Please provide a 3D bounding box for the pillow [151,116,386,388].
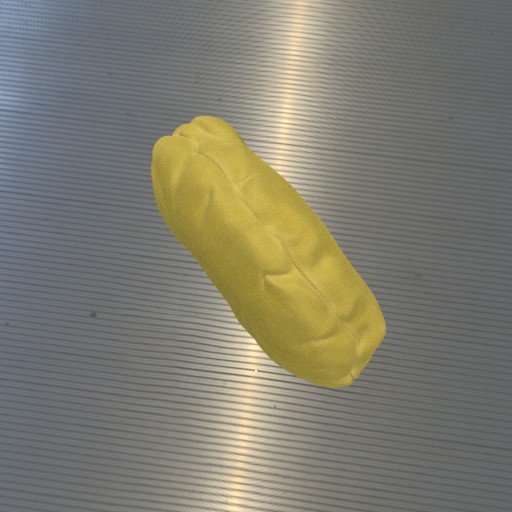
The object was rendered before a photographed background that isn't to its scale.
[{"bbox_3d":[0.000,0.000,0.635,0.148,0.407,0.428,-37,78,-9],"label":"pillow"}]
